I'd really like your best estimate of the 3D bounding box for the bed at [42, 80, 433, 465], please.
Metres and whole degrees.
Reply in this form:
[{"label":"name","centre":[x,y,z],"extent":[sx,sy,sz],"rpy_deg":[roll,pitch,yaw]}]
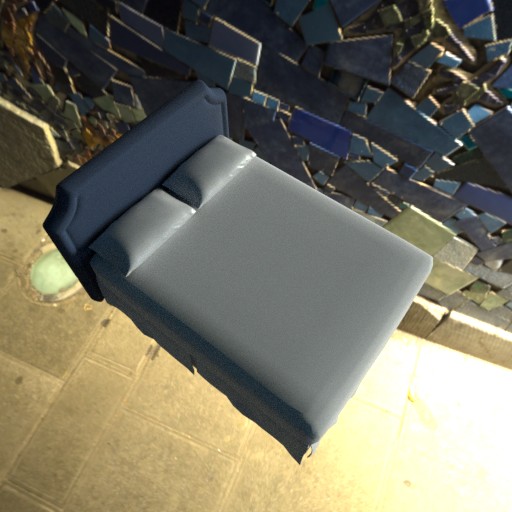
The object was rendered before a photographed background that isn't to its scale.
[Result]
[{"label":"bed","centre":[0.000,0.000,3.336],"extent":[2.260,1.297,1.831],"rpy_deg":[33,64,19]}]
